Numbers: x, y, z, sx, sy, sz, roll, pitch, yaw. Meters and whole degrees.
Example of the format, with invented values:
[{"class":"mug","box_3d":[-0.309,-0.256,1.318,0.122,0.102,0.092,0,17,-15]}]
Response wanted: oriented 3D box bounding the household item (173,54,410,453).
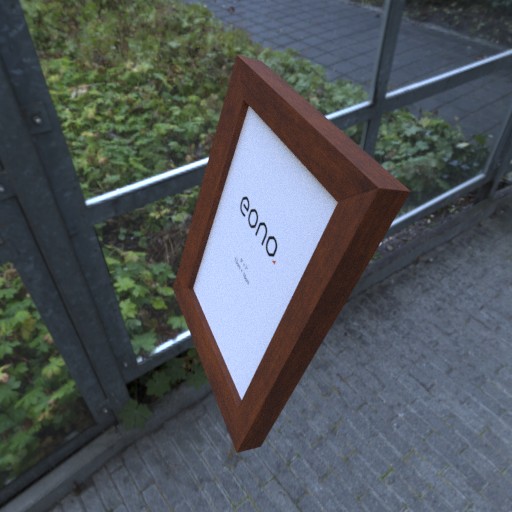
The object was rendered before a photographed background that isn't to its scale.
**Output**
[{"class":"household item","box_3d":[0.000,0.000,0.298,0.096,0.204,0.160,-17,47,-16]}]
